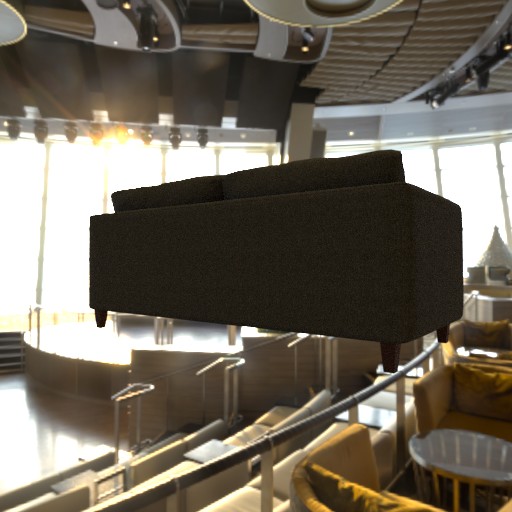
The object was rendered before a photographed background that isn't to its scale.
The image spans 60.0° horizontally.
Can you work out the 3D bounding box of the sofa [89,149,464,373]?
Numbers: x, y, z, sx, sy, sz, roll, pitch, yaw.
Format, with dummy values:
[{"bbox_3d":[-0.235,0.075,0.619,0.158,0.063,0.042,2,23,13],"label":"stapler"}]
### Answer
[{"bbox_3d":[0.000,0.000,2.737,2.208,0.965,0.948,0,-1,37],"label":"sofa"}]
